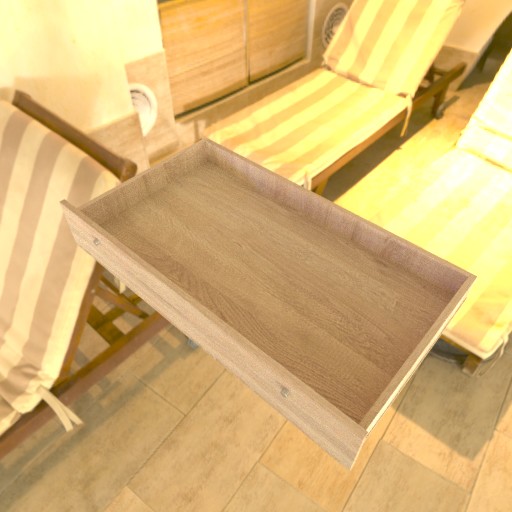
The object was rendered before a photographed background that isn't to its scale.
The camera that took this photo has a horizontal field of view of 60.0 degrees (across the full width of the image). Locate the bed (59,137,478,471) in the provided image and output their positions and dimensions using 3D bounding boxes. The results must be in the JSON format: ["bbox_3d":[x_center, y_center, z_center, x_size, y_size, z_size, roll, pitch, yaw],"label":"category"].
[{"bbox_3d":[0.000,0.000,1.469,1.200,0.209,0.685,33,54,28],"label":"bed"}]
